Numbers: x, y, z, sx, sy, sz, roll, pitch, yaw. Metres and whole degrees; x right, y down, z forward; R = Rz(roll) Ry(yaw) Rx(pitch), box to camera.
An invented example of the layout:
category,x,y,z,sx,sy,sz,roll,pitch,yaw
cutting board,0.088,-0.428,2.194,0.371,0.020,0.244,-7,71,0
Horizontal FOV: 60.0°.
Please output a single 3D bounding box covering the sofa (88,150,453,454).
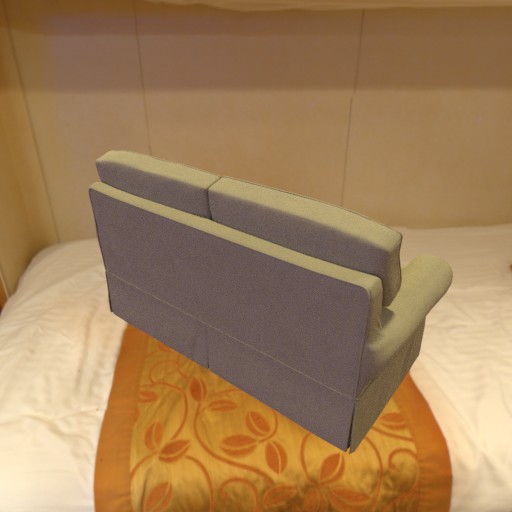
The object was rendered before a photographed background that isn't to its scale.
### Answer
category,x,y,z,sx,sy,sz,roll,pitch,yaw
sofa,0.000,0.000,2.370,1.823,1.024,0.841,21,35,33
